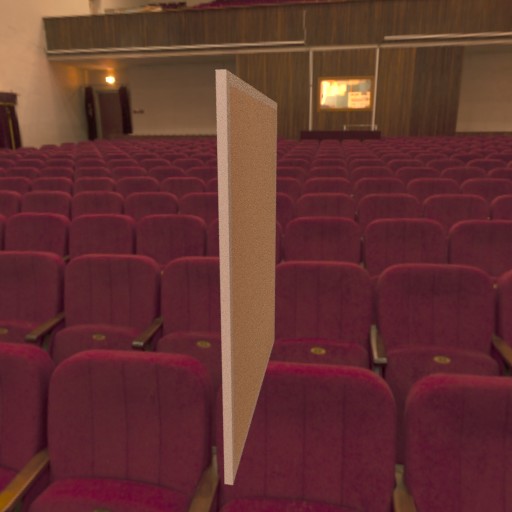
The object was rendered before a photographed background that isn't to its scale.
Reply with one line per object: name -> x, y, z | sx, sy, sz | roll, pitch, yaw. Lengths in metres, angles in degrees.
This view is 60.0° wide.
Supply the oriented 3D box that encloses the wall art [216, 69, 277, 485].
wall art -> 0.000, 0.000, 0.797 | 0.012, 0.557, 0.482 | 2, 15, 9
